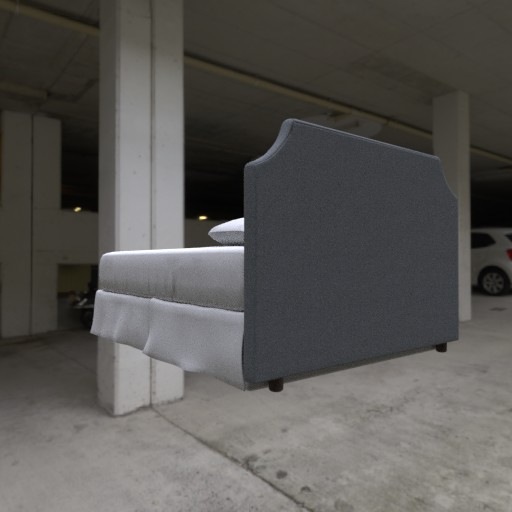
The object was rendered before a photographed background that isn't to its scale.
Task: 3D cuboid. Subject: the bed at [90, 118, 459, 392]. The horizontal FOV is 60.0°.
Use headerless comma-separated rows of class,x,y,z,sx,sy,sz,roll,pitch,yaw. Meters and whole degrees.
bed,0.000,0.000,3.390,1.811,1.296,2.259,0,-1,-38
